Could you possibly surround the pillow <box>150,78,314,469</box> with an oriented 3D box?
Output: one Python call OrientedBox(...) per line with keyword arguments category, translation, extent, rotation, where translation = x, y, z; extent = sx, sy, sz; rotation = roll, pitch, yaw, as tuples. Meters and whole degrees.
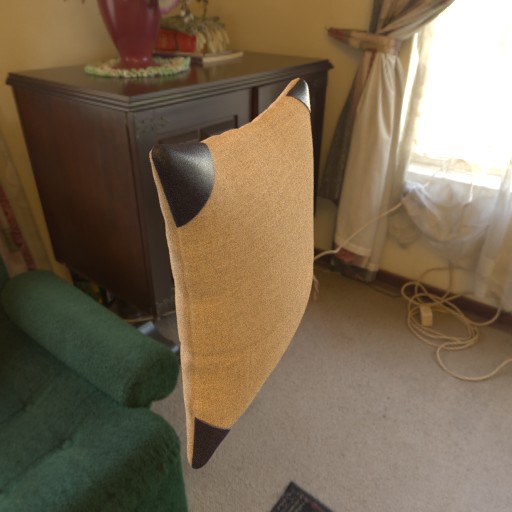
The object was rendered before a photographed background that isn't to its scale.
OrientedBox(category="pillow", translation=(0.000, 0.000, 0.655), extent=(0.147, 0.441, 0.440), rotation=(11, 31, 18))
